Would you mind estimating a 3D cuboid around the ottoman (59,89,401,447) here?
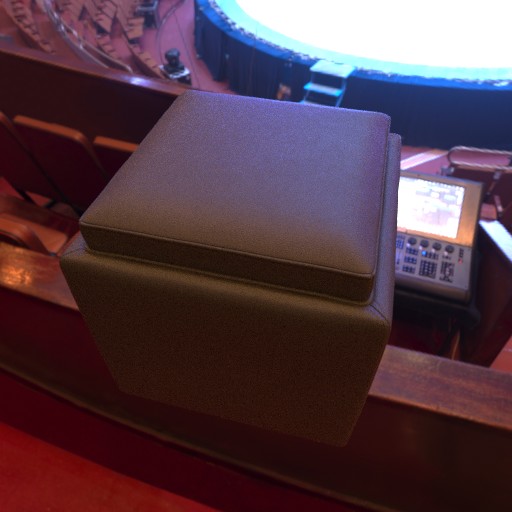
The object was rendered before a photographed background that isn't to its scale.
[{"bbox_3d":[0.000,0.000,0.805,0.450,0.460,0.451,10,47,10],"label":"ottoman"}]
